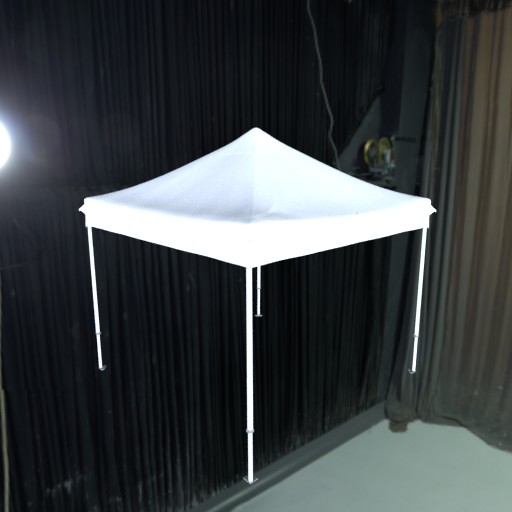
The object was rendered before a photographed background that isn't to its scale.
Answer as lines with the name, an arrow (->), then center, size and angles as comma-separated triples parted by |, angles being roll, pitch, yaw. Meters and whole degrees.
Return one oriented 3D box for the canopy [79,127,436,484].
canopy -> 0.000, 0.000, 5.377 | 2.994, 2.998, 2.996 | -12, 17, -42
